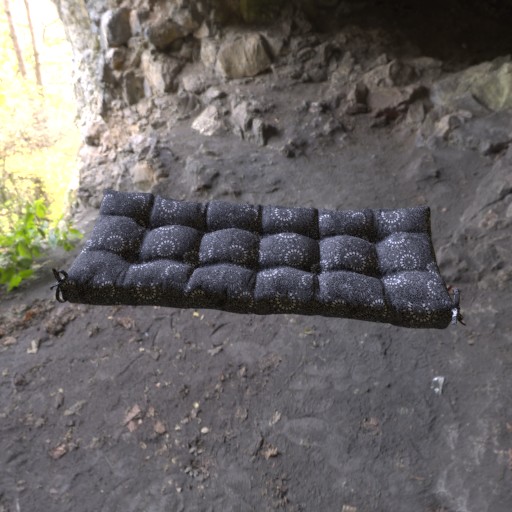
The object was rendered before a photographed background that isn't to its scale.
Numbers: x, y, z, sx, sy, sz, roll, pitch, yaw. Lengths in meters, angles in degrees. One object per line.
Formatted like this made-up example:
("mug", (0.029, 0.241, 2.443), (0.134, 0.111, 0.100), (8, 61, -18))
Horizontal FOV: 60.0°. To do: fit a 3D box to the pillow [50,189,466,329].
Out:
("pillow", (0.000, 0.000, 1.373), (1.194, 0.174, 0.511), (3, 46, 3))
